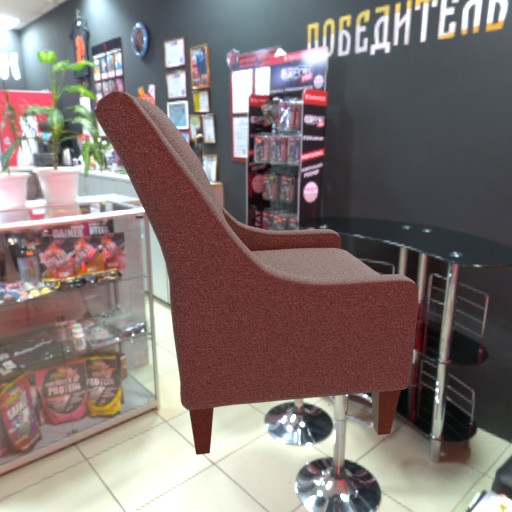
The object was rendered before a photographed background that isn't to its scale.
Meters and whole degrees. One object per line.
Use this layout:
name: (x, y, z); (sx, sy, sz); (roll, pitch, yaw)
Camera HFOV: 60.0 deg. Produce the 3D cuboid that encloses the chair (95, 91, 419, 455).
chair: (0.000, 0.000, 1.550); (0.870, 1.016, 0.774); (-2, 15, -9)
